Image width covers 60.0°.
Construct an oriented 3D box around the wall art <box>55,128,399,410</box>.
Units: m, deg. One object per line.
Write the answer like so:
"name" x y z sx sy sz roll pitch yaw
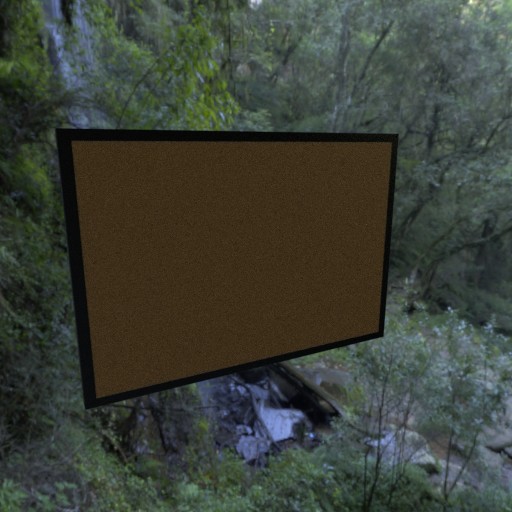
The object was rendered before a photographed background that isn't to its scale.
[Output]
"wall art" 0.000 0.000 0.847 0.657 0.458 0.027 -7 16 -26
